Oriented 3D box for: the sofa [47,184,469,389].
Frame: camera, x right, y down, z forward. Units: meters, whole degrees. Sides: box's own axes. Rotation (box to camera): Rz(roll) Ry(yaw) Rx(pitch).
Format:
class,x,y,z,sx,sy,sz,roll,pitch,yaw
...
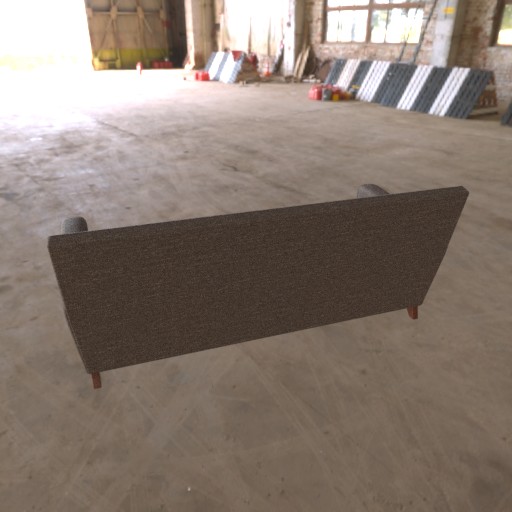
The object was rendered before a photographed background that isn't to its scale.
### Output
class,x,y,z,sx,sy,sz,roll,pitch,yaw
sofa,0.000,0.000,2.438,1.976,0.846,0.875,-9,28,-16
